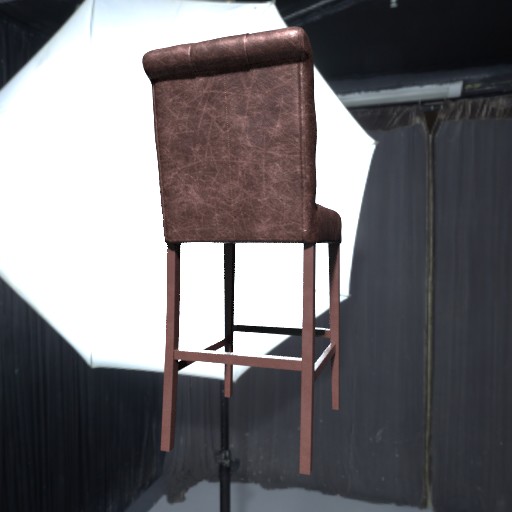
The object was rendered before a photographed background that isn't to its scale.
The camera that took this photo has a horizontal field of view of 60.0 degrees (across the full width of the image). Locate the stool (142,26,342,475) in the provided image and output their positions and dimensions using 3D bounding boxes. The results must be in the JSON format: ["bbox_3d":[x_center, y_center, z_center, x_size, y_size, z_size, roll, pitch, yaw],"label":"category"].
[{"bbox_3d":[0.000,0.000,1.465,0.483,1.168,0.659,0,1,19],"label":"stool"}]
